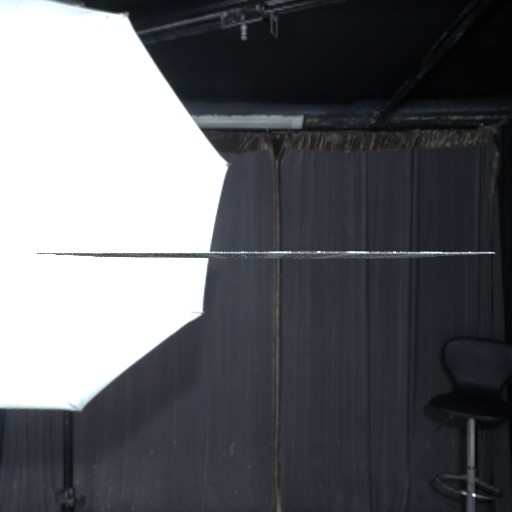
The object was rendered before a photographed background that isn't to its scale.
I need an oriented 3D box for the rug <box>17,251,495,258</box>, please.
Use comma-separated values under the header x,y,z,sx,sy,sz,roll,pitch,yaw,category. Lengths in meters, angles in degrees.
x,y,z,sx,sy,sz,roll,pitch,yaw,category
0.000,0.000,3.001,2.434,0.015,1.520,0,-1,0,rug
